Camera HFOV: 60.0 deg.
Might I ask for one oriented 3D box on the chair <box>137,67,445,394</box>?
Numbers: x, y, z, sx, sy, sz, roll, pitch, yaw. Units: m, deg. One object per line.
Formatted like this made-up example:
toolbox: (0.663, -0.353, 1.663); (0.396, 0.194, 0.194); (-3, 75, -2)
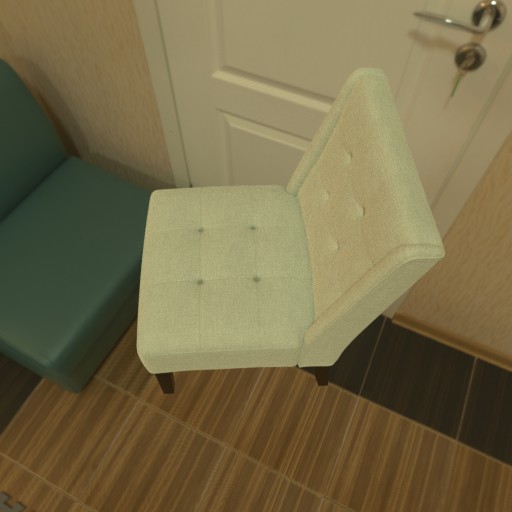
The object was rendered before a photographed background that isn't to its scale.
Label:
chair: (0.000, 0.000, 1.294); (0.676, 0.853, 0.569); (-3, 58, -2)
